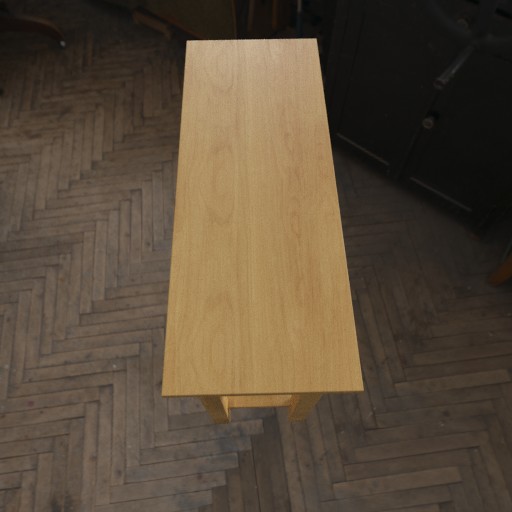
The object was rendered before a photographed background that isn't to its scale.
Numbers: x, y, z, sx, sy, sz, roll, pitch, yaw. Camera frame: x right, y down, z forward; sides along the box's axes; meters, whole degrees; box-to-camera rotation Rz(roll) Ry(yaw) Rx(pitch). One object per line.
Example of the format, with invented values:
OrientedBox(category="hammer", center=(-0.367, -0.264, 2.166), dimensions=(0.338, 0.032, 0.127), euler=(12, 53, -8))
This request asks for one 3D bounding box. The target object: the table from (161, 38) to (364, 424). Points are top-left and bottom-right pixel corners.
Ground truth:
OrientedBox(category="table", center=(0.000, 0.000, 1.272), dimensions=(0.340, 0.728, 0.900), euler=(-1, 62, -1))
